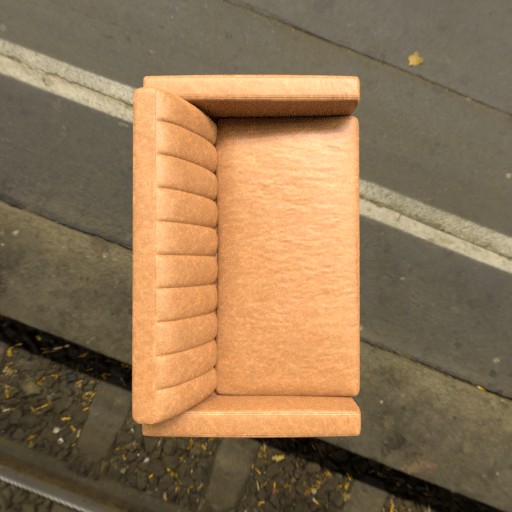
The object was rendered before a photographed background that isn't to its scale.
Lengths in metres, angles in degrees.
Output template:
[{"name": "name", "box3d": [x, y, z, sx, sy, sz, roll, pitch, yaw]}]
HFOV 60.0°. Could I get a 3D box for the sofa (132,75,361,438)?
[{"name": "sofa", "box3d": [0.000, 0.000, 2.104, 0.960, 0.820, 1.549, 0, 89, 0]}]
